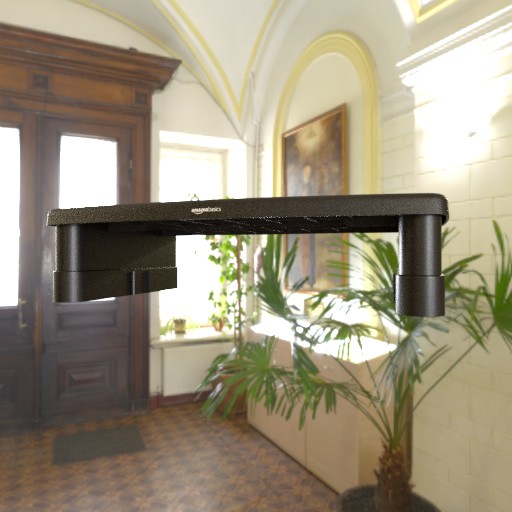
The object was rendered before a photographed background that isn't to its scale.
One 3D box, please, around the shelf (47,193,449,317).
[{"bbox_3d":[0.000,0.000,0.520,0.410,0.100,0.280,0,0,18],"label":"shelf"}]
